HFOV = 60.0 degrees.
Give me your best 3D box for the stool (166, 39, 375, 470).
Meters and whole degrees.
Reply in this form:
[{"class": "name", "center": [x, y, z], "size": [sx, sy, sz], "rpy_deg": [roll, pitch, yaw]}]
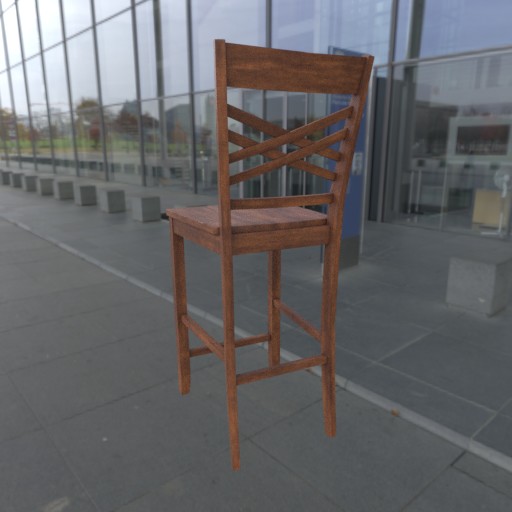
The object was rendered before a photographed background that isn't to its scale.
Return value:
[{"class": "stool", "center": [0.000, 0.000, 1.357], "size": [0.426, 1.098, 0.504], "rpy_deg": [-7, 16, -25]}]
